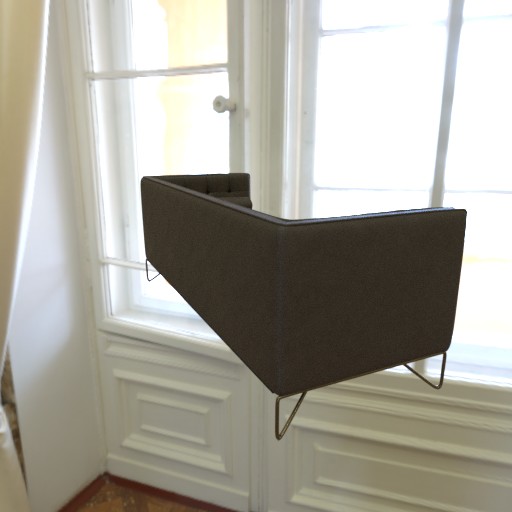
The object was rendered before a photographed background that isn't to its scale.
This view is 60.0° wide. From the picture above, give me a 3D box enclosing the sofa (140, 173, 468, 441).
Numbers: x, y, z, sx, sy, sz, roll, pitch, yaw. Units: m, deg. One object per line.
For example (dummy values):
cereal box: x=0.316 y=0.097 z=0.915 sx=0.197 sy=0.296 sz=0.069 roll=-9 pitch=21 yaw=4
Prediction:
sofa: x=0.000 y=0.000 z=2.529 sx=0.867 sy=0.789 sz=2.087 roll=-7 pitch=16 yaw=-25
